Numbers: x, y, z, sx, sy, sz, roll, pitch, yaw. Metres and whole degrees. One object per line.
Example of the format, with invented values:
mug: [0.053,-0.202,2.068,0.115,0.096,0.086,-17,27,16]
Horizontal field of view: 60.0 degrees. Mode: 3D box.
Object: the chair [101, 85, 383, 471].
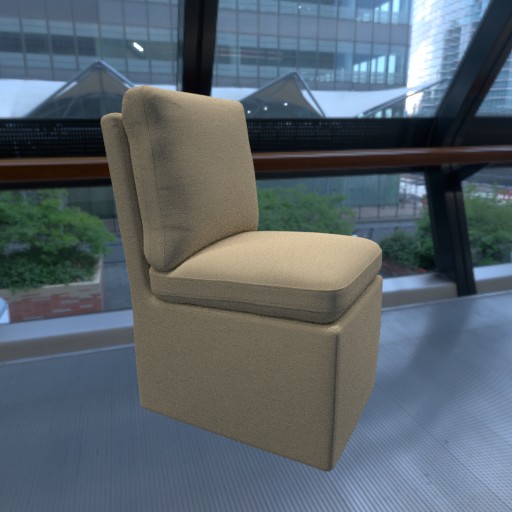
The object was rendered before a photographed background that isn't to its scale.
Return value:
chair: [0.000,0.000,1.315,0.698,0.927,0.503,7,16,26]
